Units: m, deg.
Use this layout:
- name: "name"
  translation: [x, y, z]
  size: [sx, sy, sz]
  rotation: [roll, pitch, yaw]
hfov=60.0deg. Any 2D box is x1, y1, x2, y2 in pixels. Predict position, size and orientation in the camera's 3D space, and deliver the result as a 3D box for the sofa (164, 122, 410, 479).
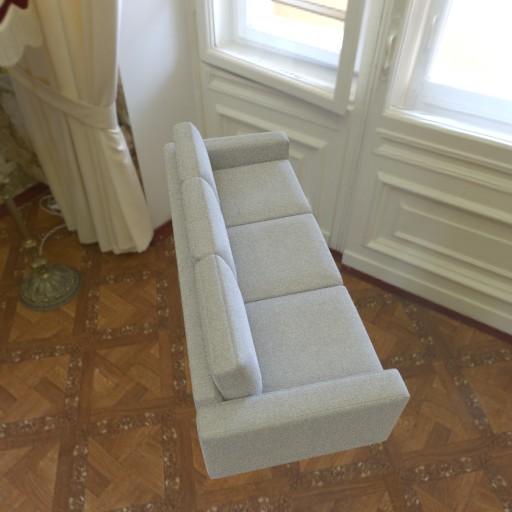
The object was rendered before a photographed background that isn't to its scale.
- name: "sofa"
  translation: [0.000, 0.000, 2.592]
  size: [0.900, 0.800, 2.120]
  rotation: [-9, 47, -8]
